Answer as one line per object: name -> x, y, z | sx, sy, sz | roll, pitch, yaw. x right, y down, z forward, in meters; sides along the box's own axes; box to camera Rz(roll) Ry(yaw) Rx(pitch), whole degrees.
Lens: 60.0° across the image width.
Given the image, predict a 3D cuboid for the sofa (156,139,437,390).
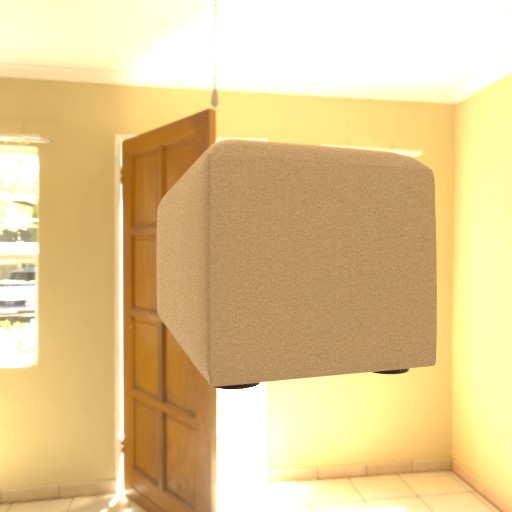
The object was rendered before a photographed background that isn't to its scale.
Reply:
sofa -> 0.000, 0.000, 1.247 | 0.480, 0.470, 0.930 | 0, 1, -18
